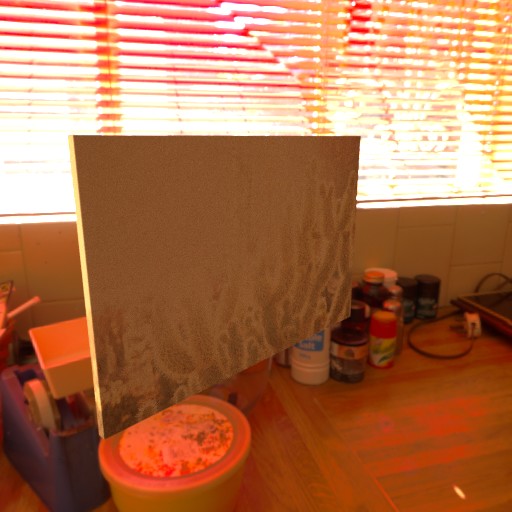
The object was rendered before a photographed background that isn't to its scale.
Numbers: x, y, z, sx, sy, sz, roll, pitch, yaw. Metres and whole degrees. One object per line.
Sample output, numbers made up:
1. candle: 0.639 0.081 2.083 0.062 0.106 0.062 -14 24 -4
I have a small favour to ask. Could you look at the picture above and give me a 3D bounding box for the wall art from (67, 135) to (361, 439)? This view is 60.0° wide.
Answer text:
1. wall art: 0.000 0.000 1.929 0.038 1.012 1.525 14 21 43
